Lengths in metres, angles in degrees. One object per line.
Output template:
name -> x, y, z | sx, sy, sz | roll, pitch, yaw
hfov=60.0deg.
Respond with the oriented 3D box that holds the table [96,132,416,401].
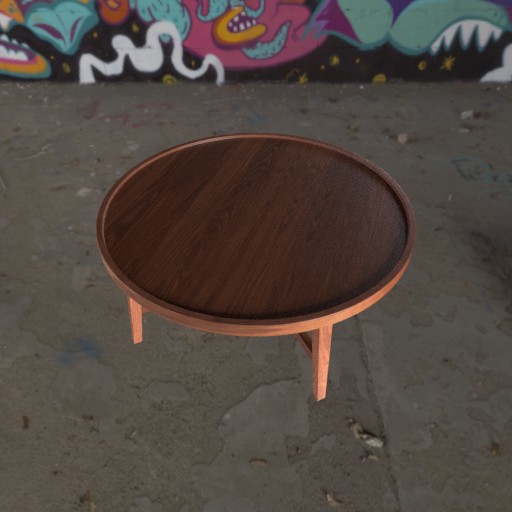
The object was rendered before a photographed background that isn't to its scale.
table -> 0.000, 0.000, 1.264 | 0.800, 0.360, 0.800 | 0, 42, 0
